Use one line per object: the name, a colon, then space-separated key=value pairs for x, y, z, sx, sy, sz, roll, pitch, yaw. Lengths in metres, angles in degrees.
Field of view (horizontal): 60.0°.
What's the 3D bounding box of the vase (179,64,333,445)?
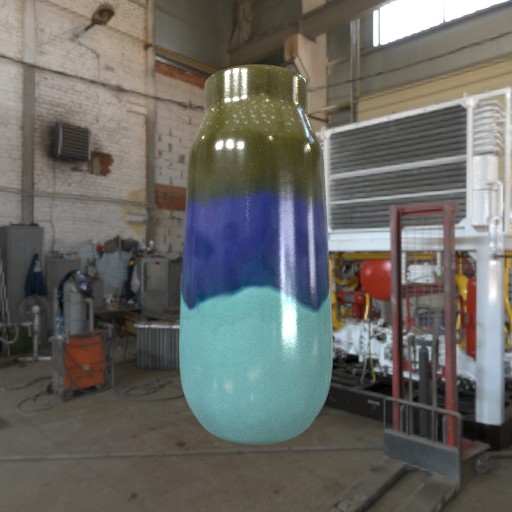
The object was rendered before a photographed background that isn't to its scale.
vase: x=0.000 y=0.000 z=0.405 sx=0.139 sy=0.313 sz=0.139 roll=0 pitch=0 yaw=0
